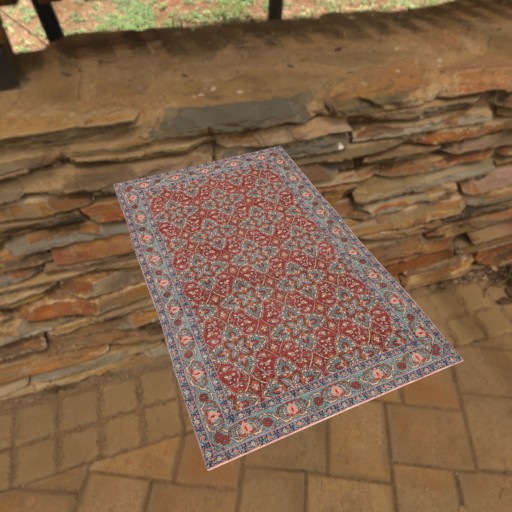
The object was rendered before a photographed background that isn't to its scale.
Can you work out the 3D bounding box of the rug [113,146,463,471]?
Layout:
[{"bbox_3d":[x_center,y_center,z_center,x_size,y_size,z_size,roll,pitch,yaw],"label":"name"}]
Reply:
[{"bbox_3d":[0.000,0.000,3.084,1.533,0.011,2.439,-17,48,-16],"label":"rug"}]
